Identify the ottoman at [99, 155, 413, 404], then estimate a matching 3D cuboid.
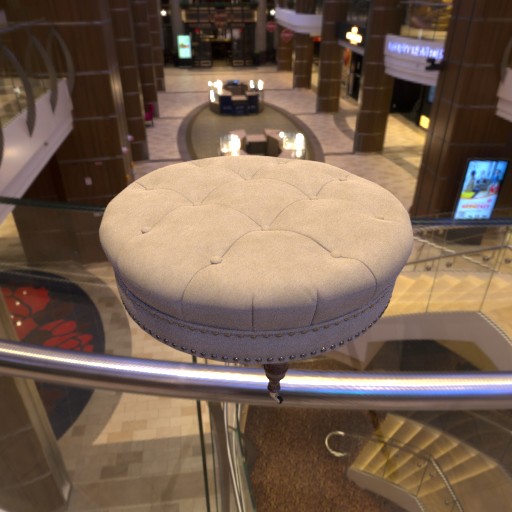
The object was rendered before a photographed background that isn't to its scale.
[{"bbox_3d":[0.000,0.000,1.397,0.901,0.439,0.901,0,32,0],"label":"ottoman"}]
